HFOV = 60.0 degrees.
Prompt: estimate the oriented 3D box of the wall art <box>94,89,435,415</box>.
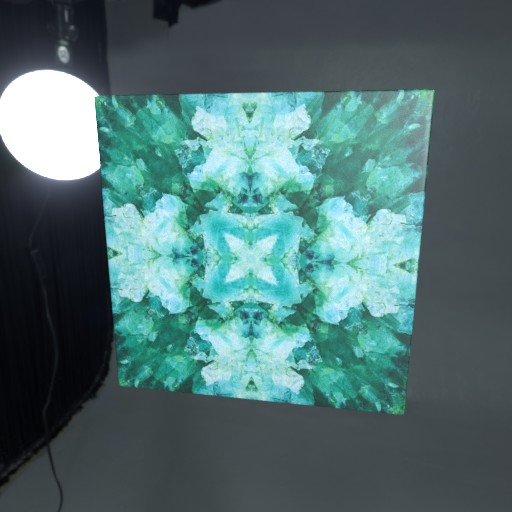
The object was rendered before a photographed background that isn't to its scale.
[{"bbox_3d":[0.000,0.000,0.455,0.313,0.313,0.033,3,15,10],"label":"wall art"}]
